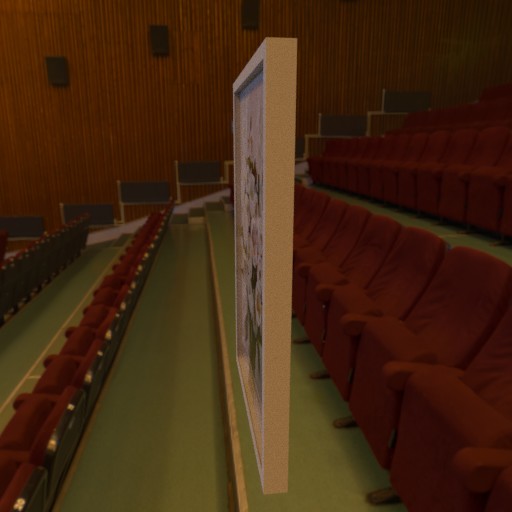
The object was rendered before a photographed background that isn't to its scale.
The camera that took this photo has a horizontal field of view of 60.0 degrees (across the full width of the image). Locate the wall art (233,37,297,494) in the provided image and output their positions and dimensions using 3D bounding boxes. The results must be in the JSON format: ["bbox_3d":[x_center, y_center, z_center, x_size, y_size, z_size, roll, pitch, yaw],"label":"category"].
[{"bbox_3d":[0.000,0.000,0.541,0.025,0.428,0.293,-2,15,-8],"label":"wall art"}]
